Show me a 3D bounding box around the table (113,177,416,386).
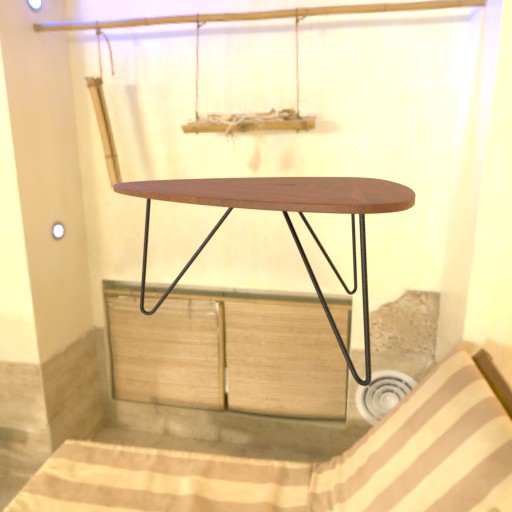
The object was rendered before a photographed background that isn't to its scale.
[{"bbox_3d":[0.000,0.000,1.290,0.821,0.413,0.833,2,14,10],"label":"table"}]
